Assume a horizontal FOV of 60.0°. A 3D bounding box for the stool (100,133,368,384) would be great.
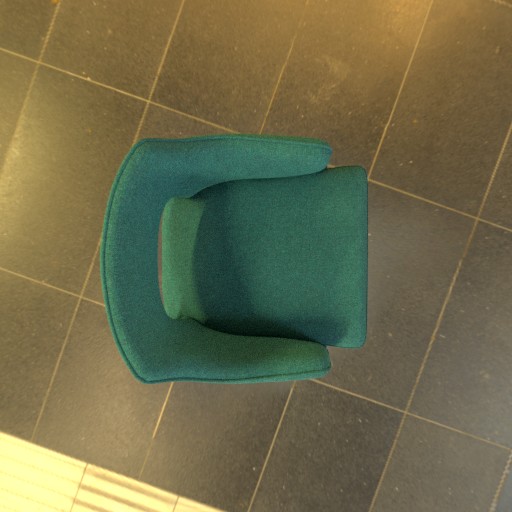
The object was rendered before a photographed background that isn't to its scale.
[{"bbox_3d":[0.000,0.000,1.244,0.556,0.961,0.548,0,91,0],"label":"stool"}]
